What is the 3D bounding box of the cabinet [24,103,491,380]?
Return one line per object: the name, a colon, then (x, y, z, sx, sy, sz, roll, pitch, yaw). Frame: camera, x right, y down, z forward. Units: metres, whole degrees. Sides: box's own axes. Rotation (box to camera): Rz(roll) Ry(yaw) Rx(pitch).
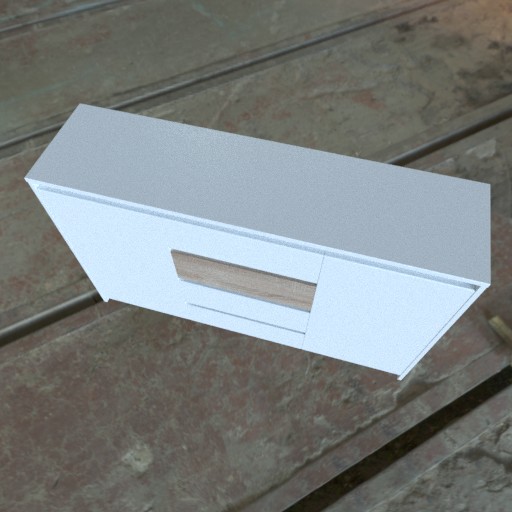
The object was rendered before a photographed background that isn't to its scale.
cabinet: (0.000, 0.000, 1.805, 1.450, 0.900, 0.380, 13, 59, 8)
